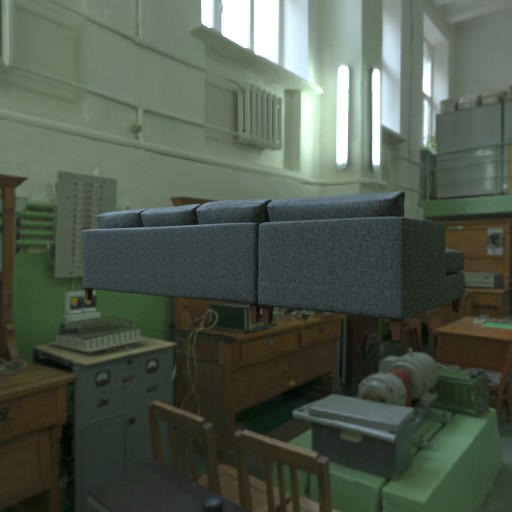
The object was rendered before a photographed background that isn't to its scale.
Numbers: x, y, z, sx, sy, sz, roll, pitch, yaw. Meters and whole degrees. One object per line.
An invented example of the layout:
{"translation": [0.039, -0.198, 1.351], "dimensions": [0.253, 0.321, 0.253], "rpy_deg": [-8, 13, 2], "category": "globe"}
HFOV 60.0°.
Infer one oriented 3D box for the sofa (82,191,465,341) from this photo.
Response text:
{"translation": [0.000, 0.000, 4.303], "dimensions": [3.485, 0.960, 1.635], "rpy_deg": [1, 1, 37], "category": "sofa"}
